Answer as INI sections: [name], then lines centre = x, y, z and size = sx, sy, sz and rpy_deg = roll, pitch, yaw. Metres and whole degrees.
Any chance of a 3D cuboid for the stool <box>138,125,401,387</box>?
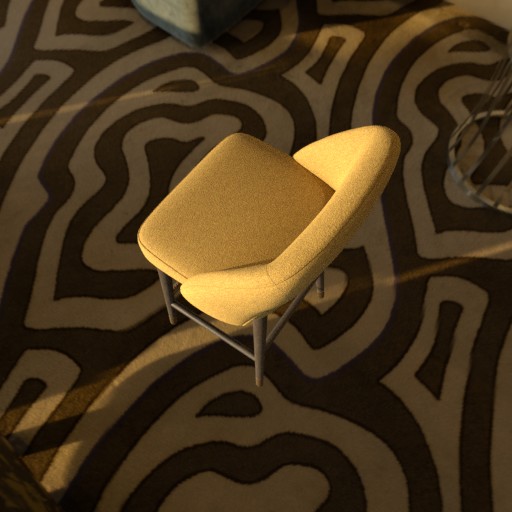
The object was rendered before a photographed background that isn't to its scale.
[stool]
centre = 0.000, 0.000, 1.332
size = 0.522, 1.032, 0.536
rpy_deg = 33, 68, 15
